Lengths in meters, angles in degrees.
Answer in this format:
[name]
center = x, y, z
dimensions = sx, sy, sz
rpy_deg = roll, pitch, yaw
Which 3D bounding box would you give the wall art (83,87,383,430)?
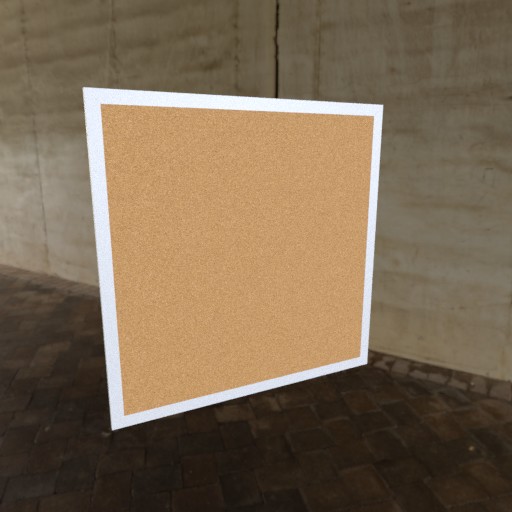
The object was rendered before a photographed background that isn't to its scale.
[wall art]
center = 0.000, 0.000, 1.200
dimensions = 0.812, 0.813, 0.013
rpy_deg = -6, 15, -26
